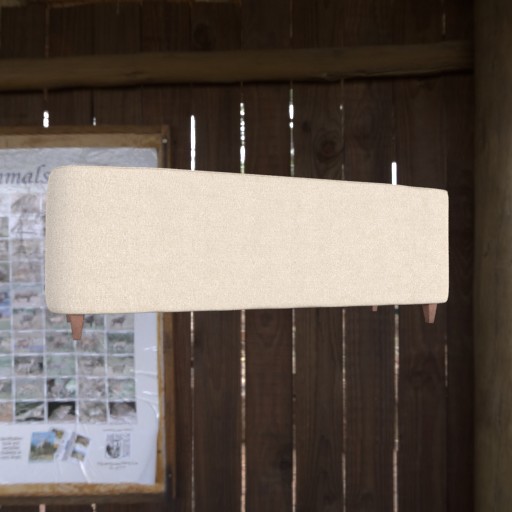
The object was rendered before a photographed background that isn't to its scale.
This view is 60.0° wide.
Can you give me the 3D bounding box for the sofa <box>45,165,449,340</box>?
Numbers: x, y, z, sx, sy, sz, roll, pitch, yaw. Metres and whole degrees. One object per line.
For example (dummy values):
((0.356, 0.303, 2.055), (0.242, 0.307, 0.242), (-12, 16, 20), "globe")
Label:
((0.000, 0.000, 2.637), (2.235, 0.788, 0.913), (0, -2, -18), "sofa")
